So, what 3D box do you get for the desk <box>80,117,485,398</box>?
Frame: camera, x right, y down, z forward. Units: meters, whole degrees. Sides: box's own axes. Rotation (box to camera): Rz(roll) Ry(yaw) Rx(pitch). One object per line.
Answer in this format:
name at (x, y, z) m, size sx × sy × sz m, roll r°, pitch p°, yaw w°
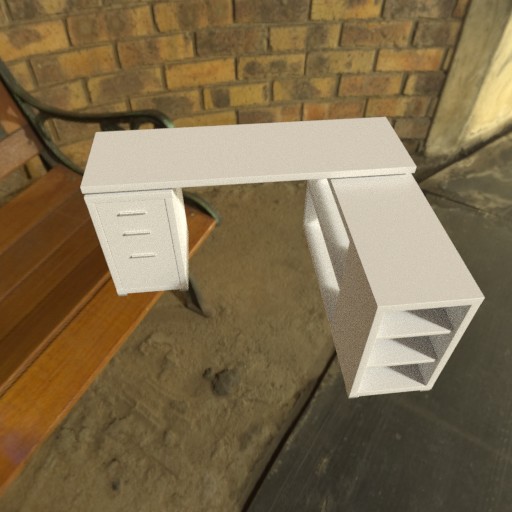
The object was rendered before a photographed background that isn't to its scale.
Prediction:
desk at (0.000, 0.000, 2.175) m, size 1.524 × 0.753 × 1.200 m, roll -4°, pitch 46°, yaw -4°
